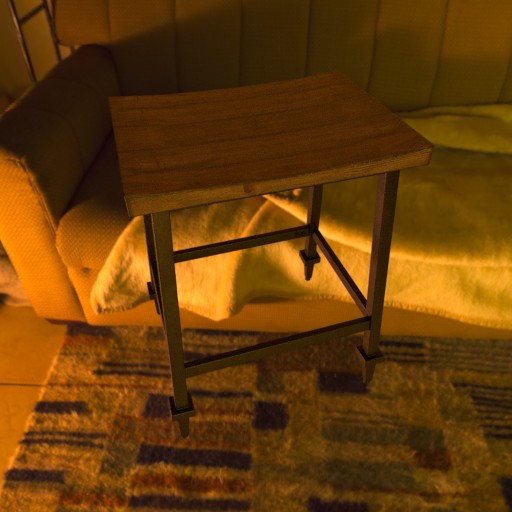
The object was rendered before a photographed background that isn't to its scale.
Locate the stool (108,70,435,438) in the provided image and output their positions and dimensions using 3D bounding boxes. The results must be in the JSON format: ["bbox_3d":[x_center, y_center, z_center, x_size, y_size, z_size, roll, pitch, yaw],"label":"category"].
[{"bbox_3d":[0.000,0.000,0.961,0.486,0.625,0.405,-12,43,-13],"label":"stool"}]
